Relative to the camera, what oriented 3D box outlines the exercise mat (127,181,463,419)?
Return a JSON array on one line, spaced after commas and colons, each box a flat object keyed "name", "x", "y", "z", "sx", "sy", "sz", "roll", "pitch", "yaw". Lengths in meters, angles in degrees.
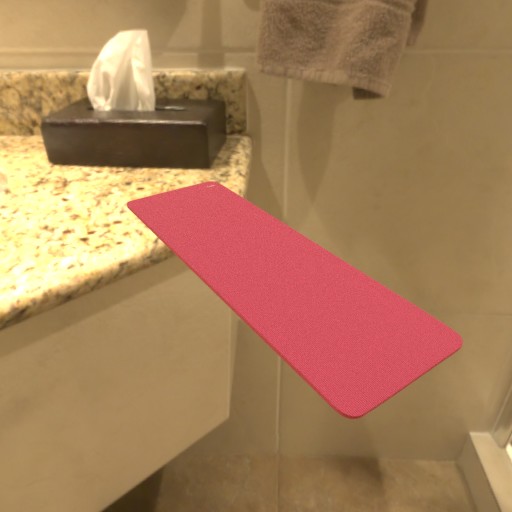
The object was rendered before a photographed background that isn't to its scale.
[{"name": "exercise mat", "x": 0.000, "y": 0.000, "z": 2.136, "sx": 0.616, "sy": 0.021, "sz": 1.884, "roll": -20, "pitch": 37, "yaw": -29}]
